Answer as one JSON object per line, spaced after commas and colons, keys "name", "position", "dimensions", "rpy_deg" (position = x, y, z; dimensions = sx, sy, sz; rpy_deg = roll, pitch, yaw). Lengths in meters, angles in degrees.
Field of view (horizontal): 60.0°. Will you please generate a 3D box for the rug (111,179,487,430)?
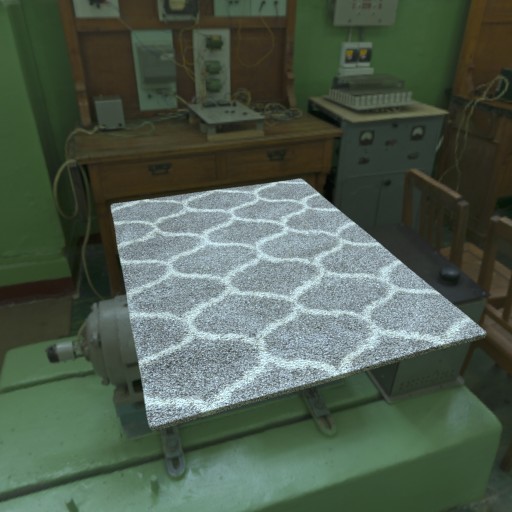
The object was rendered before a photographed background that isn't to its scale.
{"name": "rug", "position": [0.000, 0.000, 2.059], "dimensions": [1.200, 0.025, 1.600], "rpy_deg": [-10, 33, -17]}
